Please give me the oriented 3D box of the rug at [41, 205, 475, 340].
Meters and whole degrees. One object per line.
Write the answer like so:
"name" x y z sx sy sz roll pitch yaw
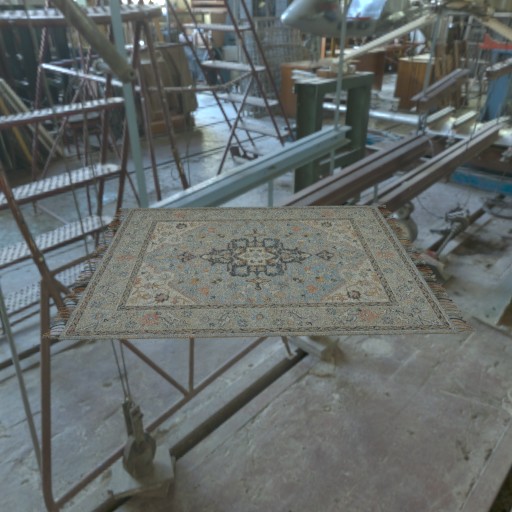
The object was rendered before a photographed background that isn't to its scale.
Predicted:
"rug" 0.000 0.000 4.294 3.221 0.011 2.379 -1 30 -1
